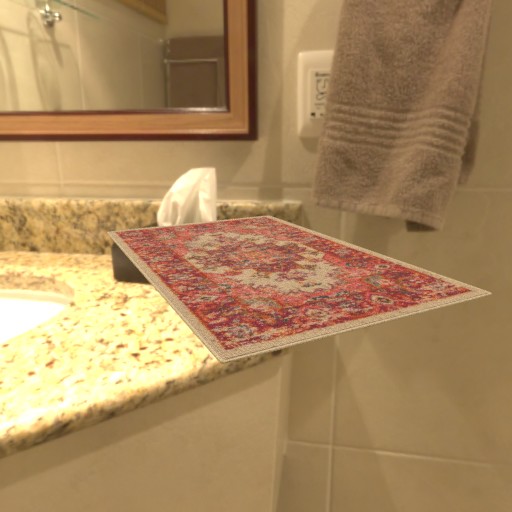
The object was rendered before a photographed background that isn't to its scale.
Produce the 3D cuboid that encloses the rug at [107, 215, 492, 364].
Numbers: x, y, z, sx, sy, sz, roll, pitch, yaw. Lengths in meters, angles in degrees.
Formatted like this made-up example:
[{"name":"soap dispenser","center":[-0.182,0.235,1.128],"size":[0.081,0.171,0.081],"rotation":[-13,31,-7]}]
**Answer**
[{"name":"rug","center":[0.000,0.000,1.079],"size":[0.556,0.004,0.868],"rotation":[-8,18,-26]}]
